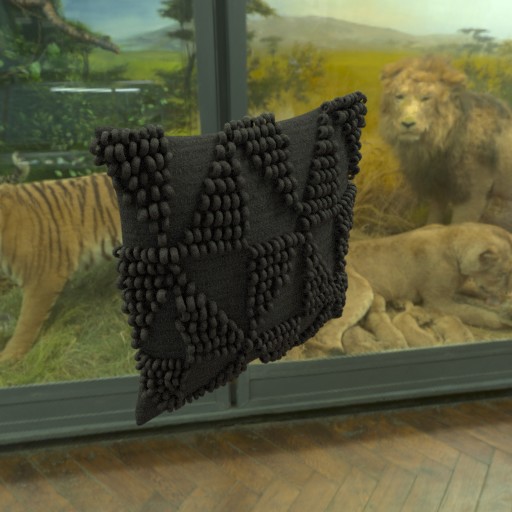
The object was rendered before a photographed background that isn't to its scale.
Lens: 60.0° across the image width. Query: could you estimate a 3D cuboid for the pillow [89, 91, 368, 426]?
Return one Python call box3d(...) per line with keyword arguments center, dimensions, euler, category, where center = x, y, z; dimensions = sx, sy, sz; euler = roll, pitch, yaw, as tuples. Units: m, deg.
box3d(center=(0.000, 0.000, 0.715), dimensions=(0.470, 0.467, 0.172), euler=(-21, 35, -33), category="pillow")
